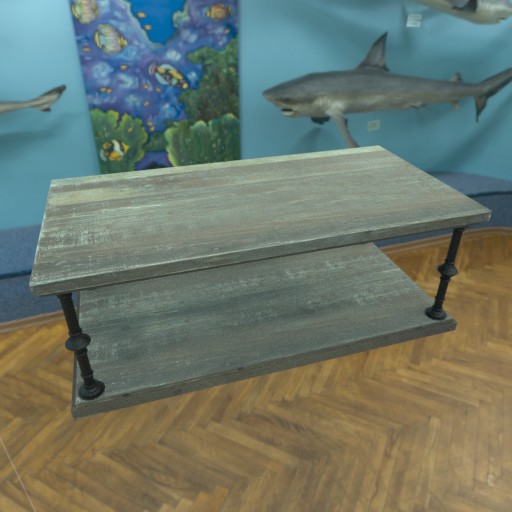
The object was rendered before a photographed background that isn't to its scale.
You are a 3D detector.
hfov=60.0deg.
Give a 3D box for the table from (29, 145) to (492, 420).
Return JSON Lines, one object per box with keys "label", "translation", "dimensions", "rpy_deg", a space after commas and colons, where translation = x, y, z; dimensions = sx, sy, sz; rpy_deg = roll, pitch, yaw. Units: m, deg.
{"label": "table", "translation": [0.000, 0.000, 1.321], "dimensions": [1.088, 0.399, 0.554], "rpy_deg": [-9, 33, -15]}
